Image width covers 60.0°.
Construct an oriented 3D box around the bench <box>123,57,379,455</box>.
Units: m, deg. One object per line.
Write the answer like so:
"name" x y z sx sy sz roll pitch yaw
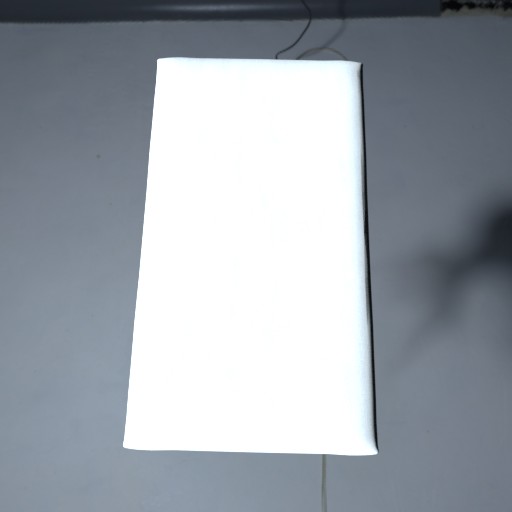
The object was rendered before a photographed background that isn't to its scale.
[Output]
"bench" 0.000 0.000 1.156 0.500 0.449 0.887 1 76 0
